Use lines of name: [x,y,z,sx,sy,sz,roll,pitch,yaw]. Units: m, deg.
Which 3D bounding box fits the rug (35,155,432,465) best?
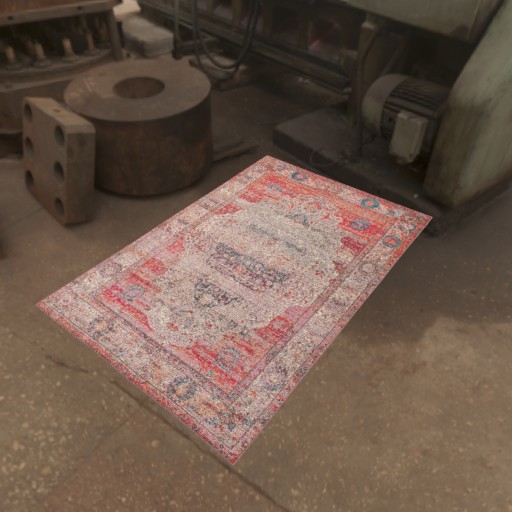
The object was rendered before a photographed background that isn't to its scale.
rug: [0.000,0.000,2.348,1.219,0.006,1.829,27,48,27]
